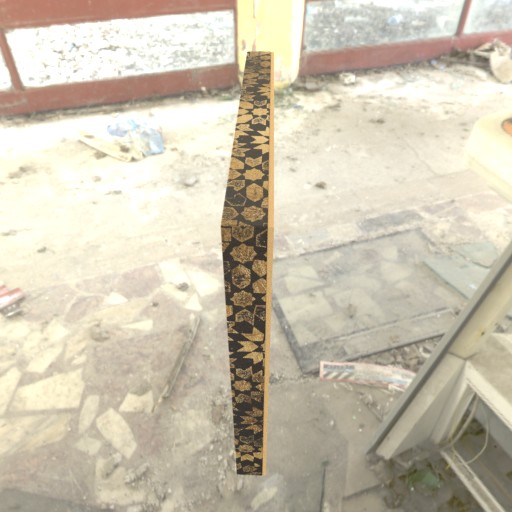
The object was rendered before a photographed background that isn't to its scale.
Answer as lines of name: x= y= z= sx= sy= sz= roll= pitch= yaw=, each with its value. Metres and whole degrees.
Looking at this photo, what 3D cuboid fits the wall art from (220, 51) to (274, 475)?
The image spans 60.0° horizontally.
wall art: x=0.000 y=0.000 z=0.597 sx=0.038 sy=0.405 sz=0.405 roll=1 pitch=41 yaw=1
